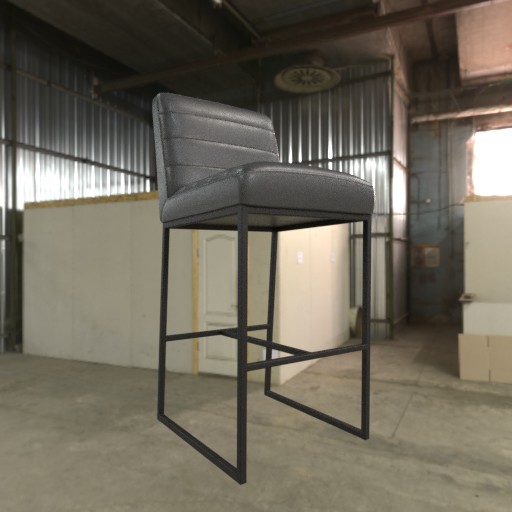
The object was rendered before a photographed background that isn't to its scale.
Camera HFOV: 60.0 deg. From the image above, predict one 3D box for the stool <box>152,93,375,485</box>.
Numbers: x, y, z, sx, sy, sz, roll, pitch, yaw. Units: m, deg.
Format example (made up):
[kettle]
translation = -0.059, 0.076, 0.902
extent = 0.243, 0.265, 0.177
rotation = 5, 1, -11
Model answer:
[stool]
translation = 0.000, 0.000, 1.337
extent = 0.457, 1.040, 0.552
rotation = 0, 1, -35
